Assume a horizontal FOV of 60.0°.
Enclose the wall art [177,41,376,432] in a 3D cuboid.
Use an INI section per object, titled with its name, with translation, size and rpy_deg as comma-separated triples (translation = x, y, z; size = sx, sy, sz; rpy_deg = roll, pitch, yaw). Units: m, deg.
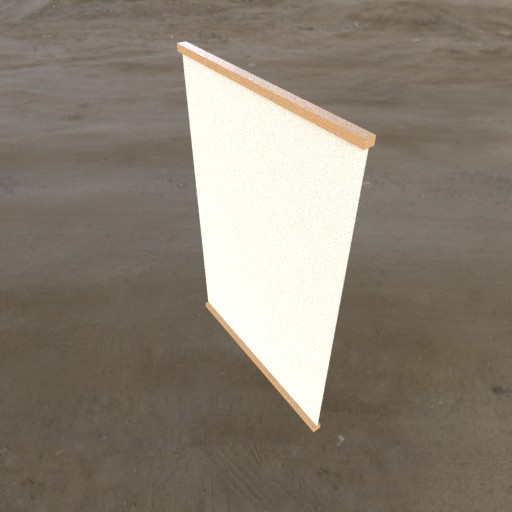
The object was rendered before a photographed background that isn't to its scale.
[wall art]
translation = 0.000, 0.000, 1.300
size = 0.027, 1.020, 0.669
rpy_deg = -26, 47, -26
